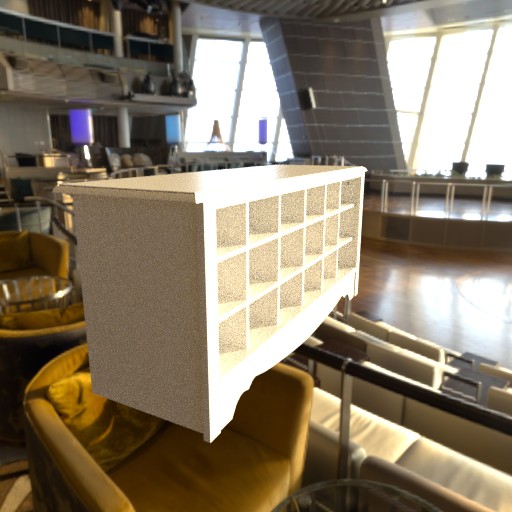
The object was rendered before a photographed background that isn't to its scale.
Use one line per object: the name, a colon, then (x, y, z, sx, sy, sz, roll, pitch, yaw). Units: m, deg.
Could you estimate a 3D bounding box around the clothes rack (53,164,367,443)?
clothes rack: (0.000, 0.000, 1.510, 0.405, 0.558, 1.218, 8, 16, 28)
